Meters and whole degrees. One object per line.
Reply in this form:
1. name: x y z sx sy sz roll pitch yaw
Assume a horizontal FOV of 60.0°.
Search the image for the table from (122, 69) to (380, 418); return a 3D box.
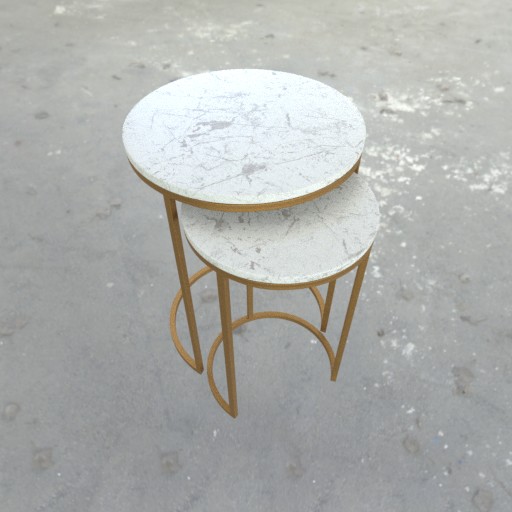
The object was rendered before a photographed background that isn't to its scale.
1. table: 0.000 0.000 0.905 0.400 0.550 0.507 -16 48 -14
